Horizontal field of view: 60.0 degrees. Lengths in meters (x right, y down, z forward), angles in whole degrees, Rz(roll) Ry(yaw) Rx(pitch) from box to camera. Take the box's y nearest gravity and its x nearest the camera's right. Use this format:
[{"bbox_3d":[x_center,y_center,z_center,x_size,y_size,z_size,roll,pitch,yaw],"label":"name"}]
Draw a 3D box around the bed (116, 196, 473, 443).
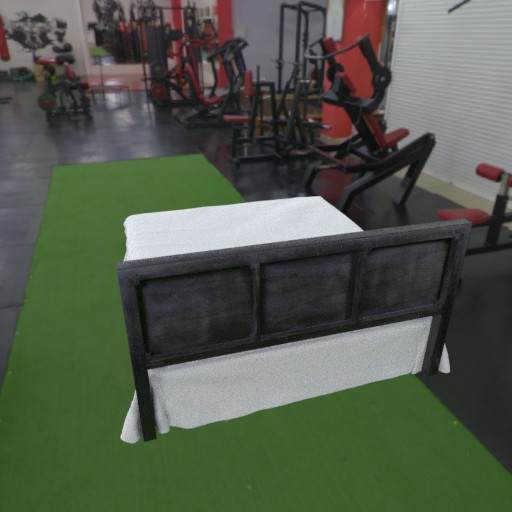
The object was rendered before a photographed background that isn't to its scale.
[{"bbox_3d":[0.000,0.000,3.507,2.255,1.158,2.165,-8,27,-15],"label":"bed"}]
